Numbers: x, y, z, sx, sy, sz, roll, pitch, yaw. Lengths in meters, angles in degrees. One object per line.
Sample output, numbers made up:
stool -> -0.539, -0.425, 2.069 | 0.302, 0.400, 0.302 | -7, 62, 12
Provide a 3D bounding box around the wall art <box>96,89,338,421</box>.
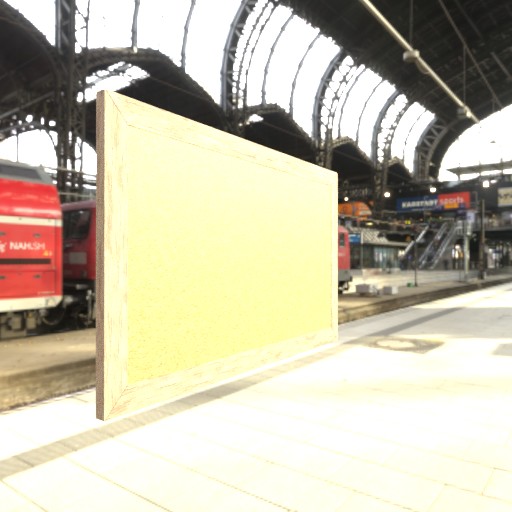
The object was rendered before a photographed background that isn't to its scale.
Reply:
wall art -> 0.000, 0.000, 0.961 | 0.021, 0.480, 0.780 | 0, 0, 36
